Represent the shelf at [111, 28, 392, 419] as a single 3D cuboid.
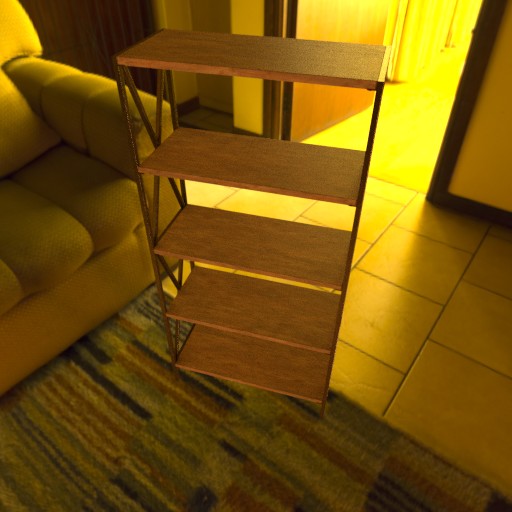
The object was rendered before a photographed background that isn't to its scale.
[{"bbox_3d":[0.000,0.000,2.074,0.874,1.803,0.386,11,41,13],"label":"shelf"}]
